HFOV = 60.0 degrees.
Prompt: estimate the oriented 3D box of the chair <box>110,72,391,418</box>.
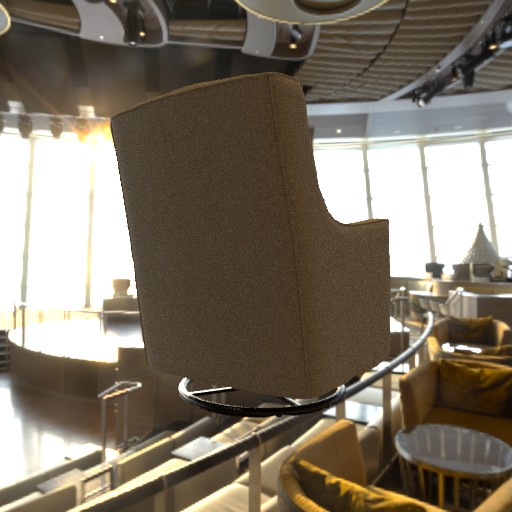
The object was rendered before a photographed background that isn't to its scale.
[{"bbox_3d":[0.000,0.000,1.620,0.732,0.993,0.879,0,0,35],"label":"chair"}]
